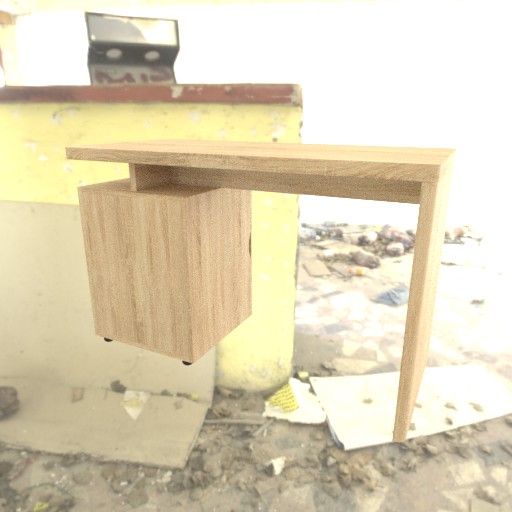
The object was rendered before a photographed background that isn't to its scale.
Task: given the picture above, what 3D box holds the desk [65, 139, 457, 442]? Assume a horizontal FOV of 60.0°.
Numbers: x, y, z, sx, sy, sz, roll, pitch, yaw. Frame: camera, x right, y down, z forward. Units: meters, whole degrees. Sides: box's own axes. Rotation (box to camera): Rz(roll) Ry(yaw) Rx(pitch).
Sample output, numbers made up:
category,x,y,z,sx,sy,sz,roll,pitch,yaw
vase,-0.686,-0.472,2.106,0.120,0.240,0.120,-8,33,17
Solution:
category,x,y,z,sx,sy,sz,roll,pitch,yaw
desk,0.000,0.000,1.594,1.200,0.760,0.550,9,20,26
